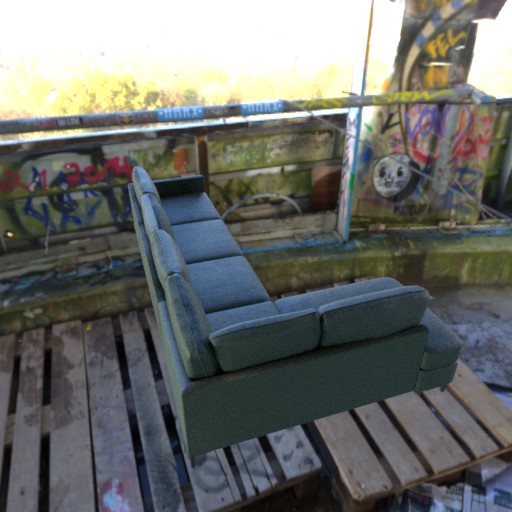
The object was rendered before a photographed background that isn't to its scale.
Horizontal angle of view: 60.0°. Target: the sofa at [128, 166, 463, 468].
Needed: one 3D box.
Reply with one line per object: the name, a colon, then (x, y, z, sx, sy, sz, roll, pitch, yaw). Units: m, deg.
sofa: (0.000, 0.000, 4.277, 2.048, 0.996, 3.384, -10, 33, -16)
